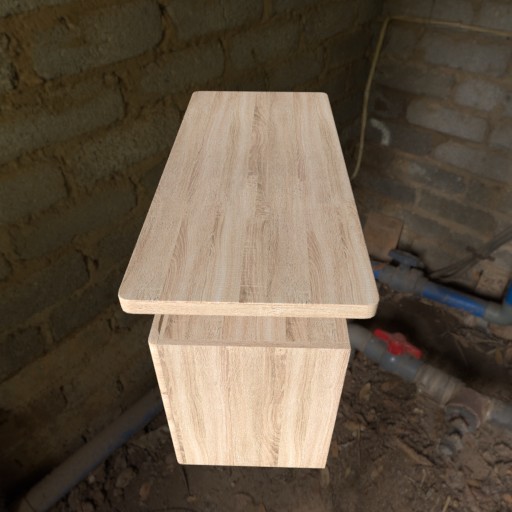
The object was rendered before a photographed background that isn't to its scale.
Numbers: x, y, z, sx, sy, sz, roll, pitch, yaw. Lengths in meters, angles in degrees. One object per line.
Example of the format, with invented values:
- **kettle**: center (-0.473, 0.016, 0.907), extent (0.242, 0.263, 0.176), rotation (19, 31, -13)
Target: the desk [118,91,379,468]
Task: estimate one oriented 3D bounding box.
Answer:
- **desk**: center (0.000, 0.000, 1.614), extent (0.550, 0.760, 1.200), rotation (1, 40, 1)
